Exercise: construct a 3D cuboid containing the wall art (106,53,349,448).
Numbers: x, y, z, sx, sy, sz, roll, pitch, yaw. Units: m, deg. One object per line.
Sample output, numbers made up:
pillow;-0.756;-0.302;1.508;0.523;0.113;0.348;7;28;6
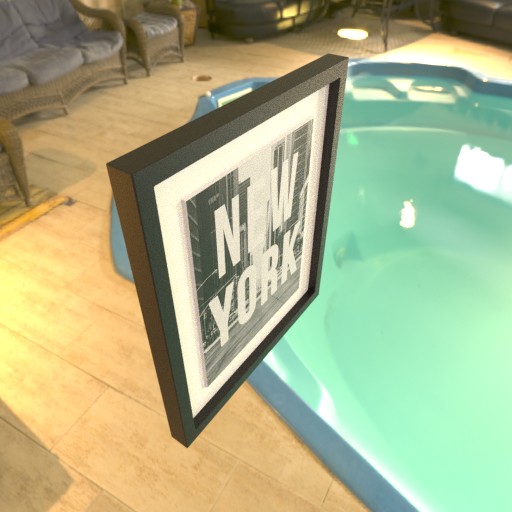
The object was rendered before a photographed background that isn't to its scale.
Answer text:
wall art;0.000;0.000;0.531;0.028;0.381;0.328;25;46;26
